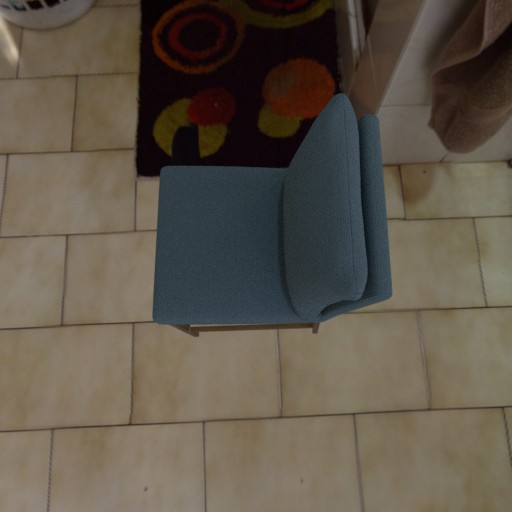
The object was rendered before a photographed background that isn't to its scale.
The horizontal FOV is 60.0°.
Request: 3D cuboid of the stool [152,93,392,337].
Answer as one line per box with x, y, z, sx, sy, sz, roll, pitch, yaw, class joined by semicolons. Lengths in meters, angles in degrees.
0.000;0.000;1.433;0.568;1.124;0.463;0;76;0;stool
